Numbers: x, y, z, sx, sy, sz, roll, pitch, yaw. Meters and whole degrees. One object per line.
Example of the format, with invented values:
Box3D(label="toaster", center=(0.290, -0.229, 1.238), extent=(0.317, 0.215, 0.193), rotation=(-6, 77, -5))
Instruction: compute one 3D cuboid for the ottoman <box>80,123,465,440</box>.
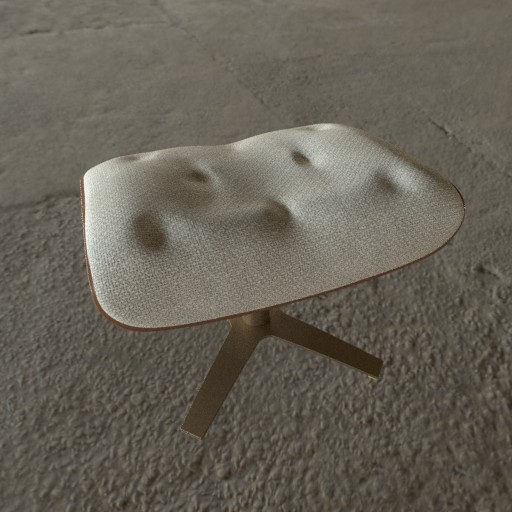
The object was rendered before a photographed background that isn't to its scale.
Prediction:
Box3D(label="ottoman", center=(0.000, 0.000, 0.789), extent=(0.520, 0.391, 0.394), rotation=(-14, 43, -15))
